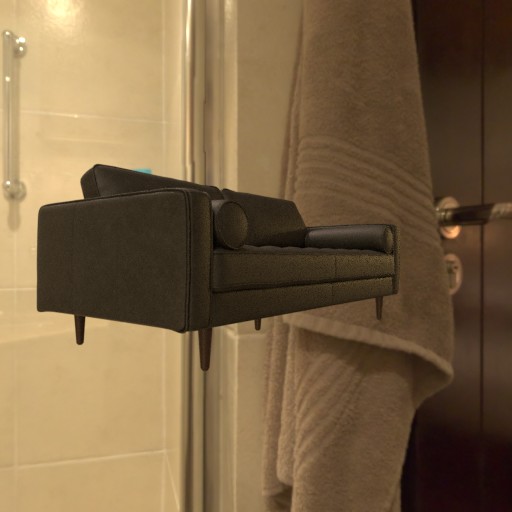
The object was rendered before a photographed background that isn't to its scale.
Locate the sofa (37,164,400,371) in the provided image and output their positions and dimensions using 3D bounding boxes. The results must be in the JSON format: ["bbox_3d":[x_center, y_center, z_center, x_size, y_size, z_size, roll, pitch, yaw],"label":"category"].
[{"bbox_3d":[0.000,0.000,2.305,0.921,0.770,1.879,0,0,37],"label":"sofa"}]
